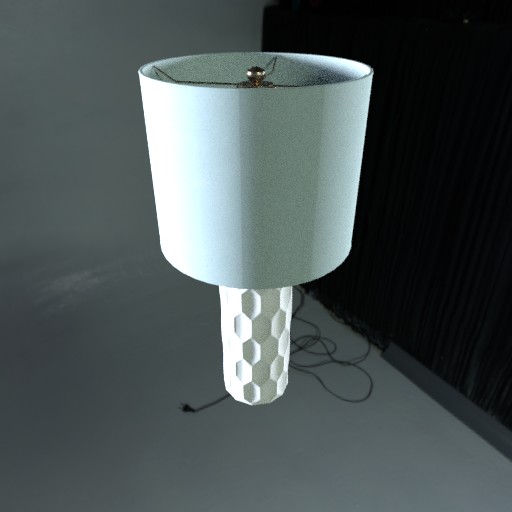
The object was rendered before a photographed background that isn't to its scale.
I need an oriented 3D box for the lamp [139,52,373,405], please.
[{"bbox_3d":[0.000,0.000,0.673,0.277,0.534,0.277,-22,38,-32],"label":"lamp"}]
